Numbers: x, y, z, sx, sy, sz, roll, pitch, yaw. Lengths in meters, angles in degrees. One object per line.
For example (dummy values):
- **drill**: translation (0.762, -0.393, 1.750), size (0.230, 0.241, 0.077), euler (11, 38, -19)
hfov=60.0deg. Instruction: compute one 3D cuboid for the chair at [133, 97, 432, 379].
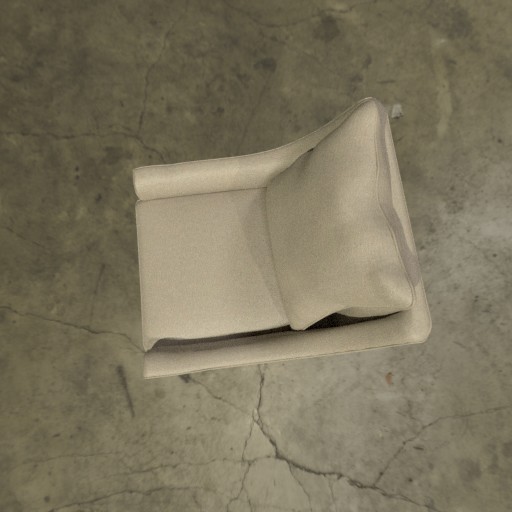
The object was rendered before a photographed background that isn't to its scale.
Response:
- **chair**: translation (0.000, 0.000, 1.593), size (0.876, 0.942, 0.760), euler (-7, 76, -2)
